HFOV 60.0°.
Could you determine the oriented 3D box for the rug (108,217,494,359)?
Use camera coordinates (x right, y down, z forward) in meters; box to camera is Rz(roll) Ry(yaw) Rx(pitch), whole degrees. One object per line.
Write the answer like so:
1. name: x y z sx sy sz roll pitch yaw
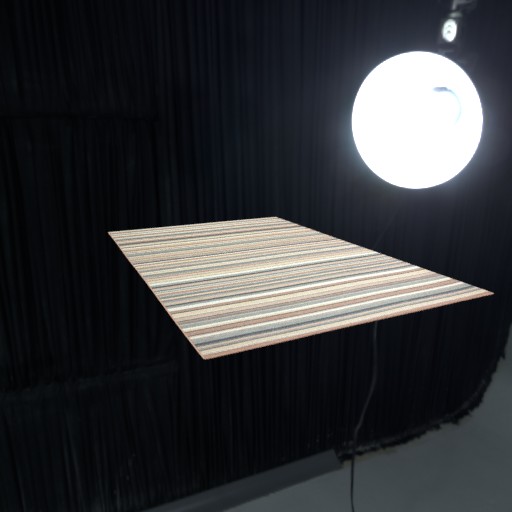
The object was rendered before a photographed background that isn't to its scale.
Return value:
1. rug: 0.000 0.000 2.301 1.219 0.008 1.829 -7 17 -25
